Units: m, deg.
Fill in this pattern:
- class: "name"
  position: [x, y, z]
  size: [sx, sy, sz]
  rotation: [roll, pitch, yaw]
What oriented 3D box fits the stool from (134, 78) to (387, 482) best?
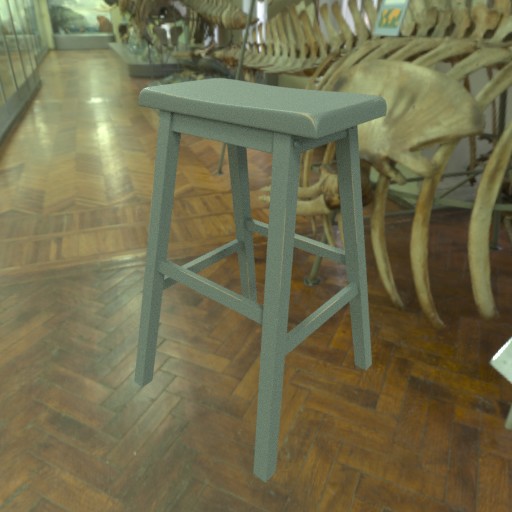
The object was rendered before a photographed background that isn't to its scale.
- class: "stool"
  position: [0.000, 0.000, 1.051]
  size: [0.457, 0.737, 0.476]
  rotation: [22, 35, 35]
